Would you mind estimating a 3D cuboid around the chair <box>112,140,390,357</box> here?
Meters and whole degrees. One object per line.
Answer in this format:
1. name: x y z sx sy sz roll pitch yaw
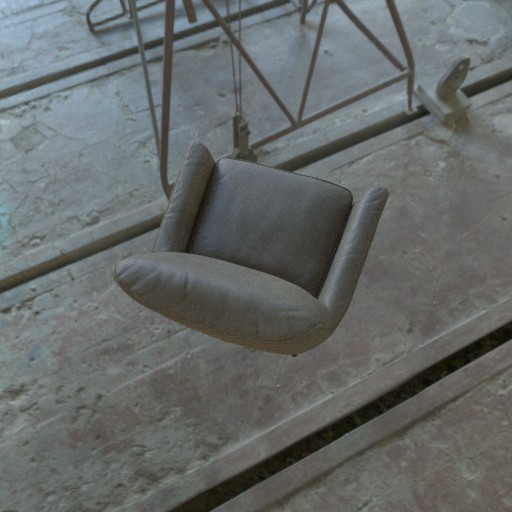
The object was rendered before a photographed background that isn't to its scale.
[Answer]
1. chair: 0.000 0.000 1.546 0.787 0.888 0.824 16 65 8
